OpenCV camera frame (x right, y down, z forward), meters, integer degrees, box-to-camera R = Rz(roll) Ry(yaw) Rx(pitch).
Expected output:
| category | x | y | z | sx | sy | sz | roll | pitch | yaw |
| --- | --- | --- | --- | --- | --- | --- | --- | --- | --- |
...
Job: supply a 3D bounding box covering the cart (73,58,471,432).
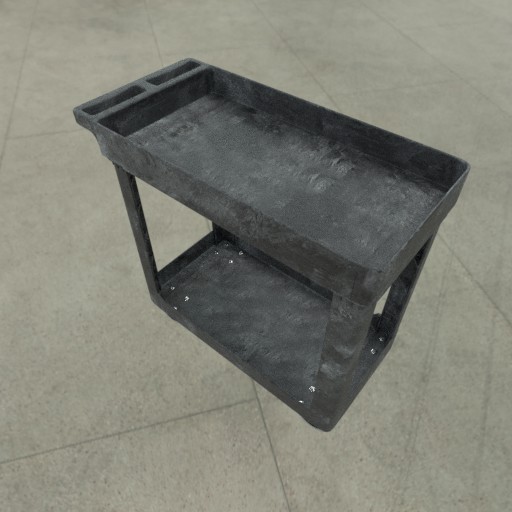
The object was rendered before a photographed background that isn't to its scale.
| category | x | y | z | sx | sy | sz | roll | pitch | yaw |
| --- | --- | --- | --- | --- | --- | --- | --- | --- | --- |
| cart | 0.000 | 0.000 | 1.330 | 0.877 | 0.824 | 0.420 | 31 | 54 | 26 |
